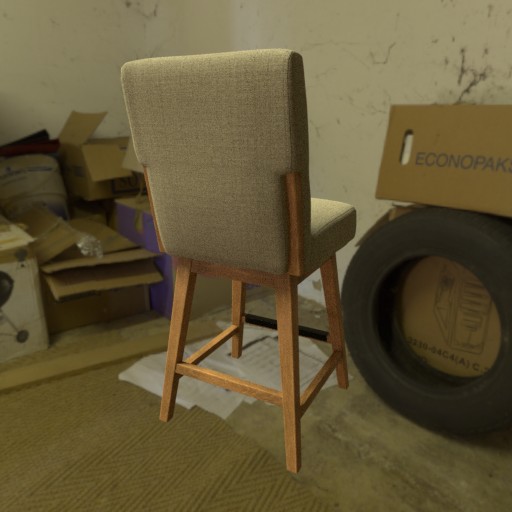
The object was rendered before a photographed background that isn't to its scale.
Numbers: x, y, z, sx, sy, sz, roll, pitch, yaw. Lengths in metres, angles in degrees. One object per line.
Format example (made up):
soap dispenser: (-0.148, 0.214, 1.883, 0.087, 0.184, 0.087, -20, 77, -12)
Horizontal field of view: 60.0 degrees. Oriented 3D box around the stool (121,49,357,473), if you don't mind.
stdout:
stool: (0.000, 0.000, 1.270, 0.459, 1.010, 0.526, 9, 19, 27)
